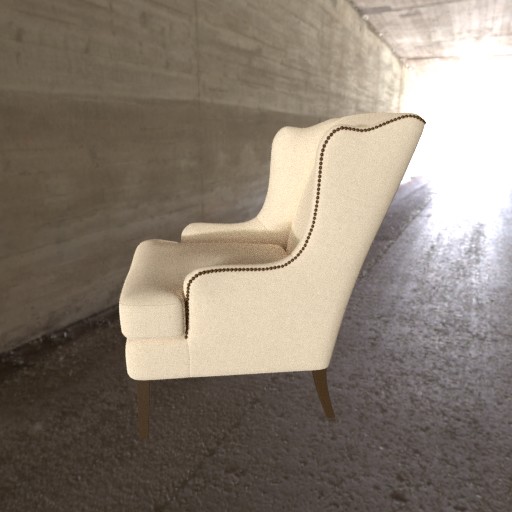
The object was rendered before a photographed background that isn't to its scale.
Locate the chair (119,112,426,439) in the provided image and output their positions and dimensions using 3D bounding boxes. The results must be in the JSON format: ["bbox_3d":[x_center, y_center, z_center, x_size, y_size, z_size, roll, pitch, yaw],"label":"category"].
[{"bbox_3d":[0.000,0.000,1.675,0.940,1.029,0.737,-3,16,-9],"label":"chair"}]
